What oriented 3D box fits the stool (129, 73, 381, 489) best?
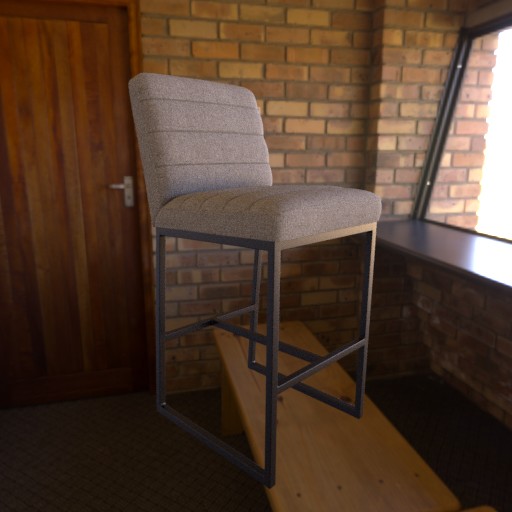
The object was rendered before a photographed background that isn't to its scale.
[{"bbox_3d":[0.000,0.000,1.313,0.571,1.034,0.459,12,18,43],"label":"stool"}]
